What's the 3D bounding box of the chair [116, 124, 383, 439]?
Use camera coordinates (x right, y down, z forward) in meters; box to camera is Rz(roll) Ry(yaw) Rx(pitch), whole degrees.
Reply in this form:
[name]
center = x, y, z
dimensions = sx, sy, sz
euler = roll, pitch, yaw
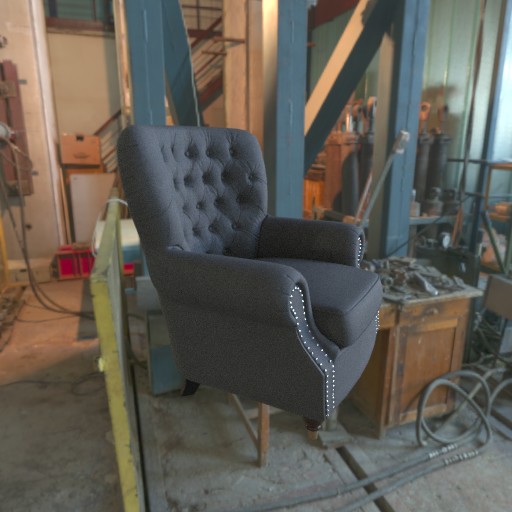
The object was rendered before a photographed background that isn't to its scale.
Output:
[chair]
center = 0.000, 0.000, 1.836
dimensions = 0.983, 1.046, 0.983
euler = 8, 17, 26
